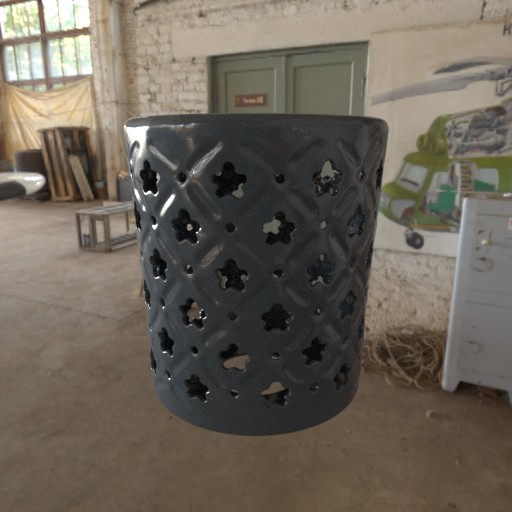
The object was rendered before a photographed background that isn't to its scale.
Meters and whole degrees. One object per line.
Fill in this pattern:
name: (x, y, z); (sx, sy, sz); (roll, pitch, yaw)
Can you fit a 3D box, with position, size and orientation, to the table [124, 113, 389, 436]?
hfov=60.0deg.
table: (0.000, 0.000, 0.653); (0.352, 0.387, 0.352); (0, 14, 0)
